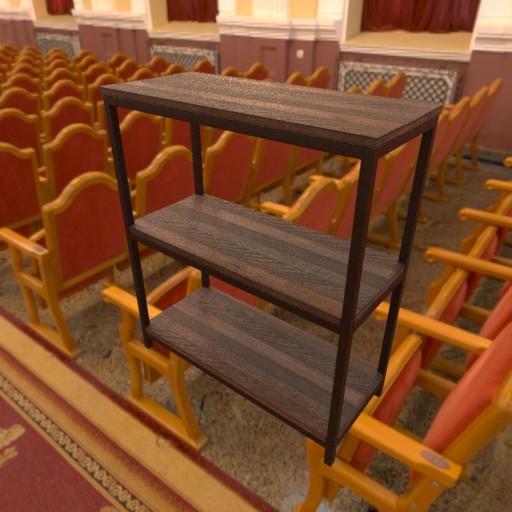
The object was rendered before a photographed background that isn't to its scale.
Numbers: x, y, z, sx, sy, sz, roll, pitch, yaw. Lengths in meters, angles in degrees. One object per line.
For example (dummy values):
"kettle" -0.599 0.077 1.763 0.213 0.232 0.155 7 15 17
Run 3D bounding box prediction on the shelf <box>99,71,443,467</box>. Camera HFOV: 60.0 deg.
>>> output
"shelf" 0.000 0.000 1.362 0.822 0.947 0.352 22 37 32
